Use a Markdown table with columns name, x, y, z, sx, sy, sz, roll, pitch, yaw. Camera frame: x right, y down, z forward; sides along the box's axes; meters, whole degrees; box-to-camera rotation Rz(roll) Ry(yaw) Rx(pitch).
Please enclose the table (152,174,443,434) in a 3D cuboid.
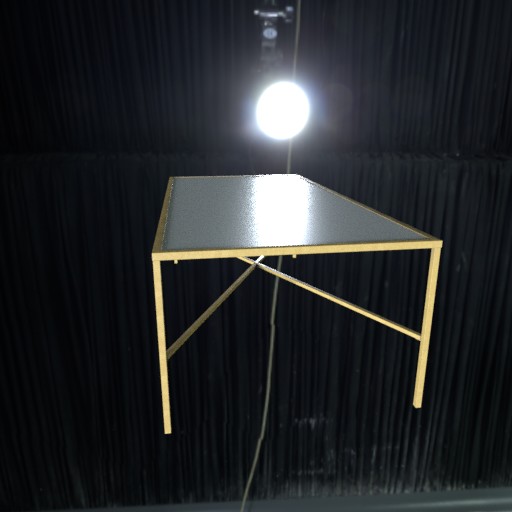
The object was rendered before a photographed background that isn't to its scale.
| name | x | y | z | sx | sy | sz | roll | pitch | yaw |
| --- | --- | --- | --- | --- | --- | --- | --- | --- | --- |
| table | 0.000 | 0.000 | 1.489 | 0.580 | 0.398 | 1.206 | -3 | 17 | -9 |
